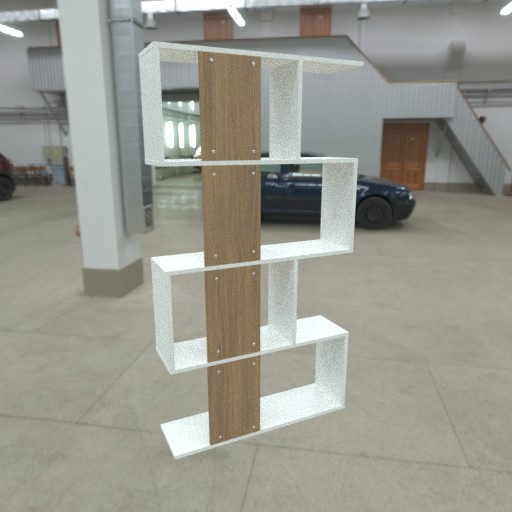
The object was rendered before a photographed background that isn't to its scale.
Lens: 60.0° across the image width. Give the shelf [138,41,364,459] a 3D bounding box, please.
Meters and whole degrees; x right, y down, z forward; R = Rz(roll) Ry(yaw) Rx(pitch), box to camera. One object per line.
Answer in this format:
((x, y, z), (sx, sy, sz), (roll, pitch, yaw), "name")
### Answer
((0.000, 0.000, 1.994), (0.890, 1.650, 0.250), (-7, 16, -25), "shelf")
